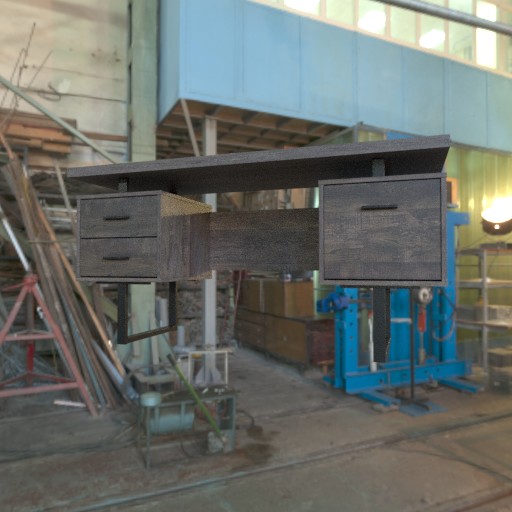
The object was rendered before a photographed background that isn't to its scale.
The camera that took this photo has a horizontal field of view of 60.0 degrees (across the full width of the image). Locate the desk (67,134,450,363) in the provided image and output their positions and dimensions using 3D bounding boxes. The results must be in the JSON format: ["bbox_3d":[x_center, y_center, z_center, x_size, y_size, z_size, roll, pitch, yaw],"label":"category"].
[{"bbox_3d":[0.000,0.000,1.945,1.524,0.760,0.600,0,-1,19],"label":"desk"}]
